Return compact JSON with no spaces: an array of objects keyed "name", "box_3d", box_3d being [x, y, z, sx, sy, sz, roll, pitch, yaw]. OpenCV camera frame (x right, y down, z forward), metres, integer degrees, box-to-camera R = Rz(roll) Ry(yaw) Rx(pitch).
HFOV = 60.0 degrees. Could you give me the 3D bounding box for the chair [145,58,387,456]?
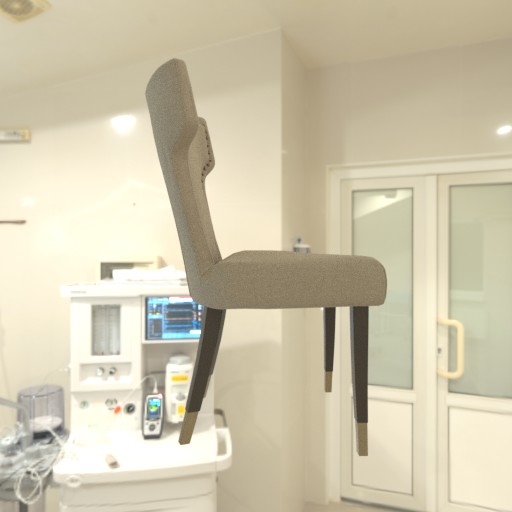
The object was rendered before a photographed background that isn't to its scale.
[{"name":"chair","box_3d":[0.000,0.000,1.309,0.630,0.955,0.526,0,0,0]}]
